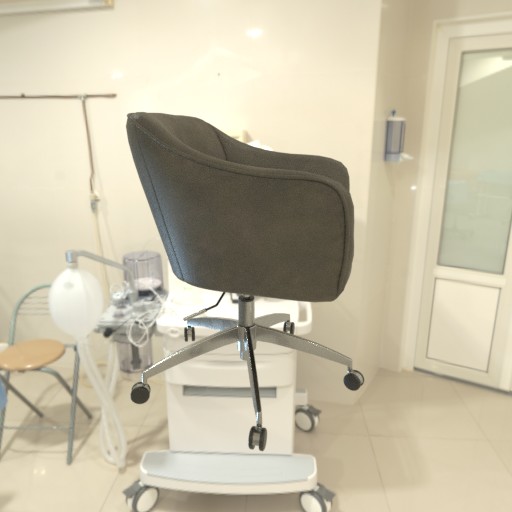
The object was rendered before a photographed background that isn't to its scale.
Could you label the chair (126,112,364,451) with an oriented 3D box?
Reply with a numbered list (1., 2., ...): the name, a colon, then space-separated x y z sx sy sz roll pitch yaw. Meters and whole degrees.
1. chair: 0.000 0.000 1.340 0.689 0.827 0.713 3 16 10
